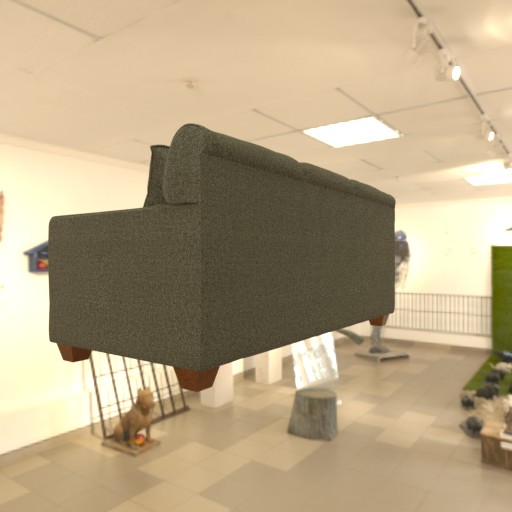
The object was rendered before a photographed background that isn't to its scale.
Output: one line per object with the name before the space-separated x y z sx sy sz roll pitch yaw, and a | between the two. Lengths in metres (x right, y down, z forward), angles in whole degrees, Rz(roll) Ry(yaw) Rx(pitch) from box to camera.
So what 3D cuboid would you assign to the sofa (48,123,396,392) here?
sofa | 0.000 0.000 2.566 0.997 0.958 2.024 0 0 35
